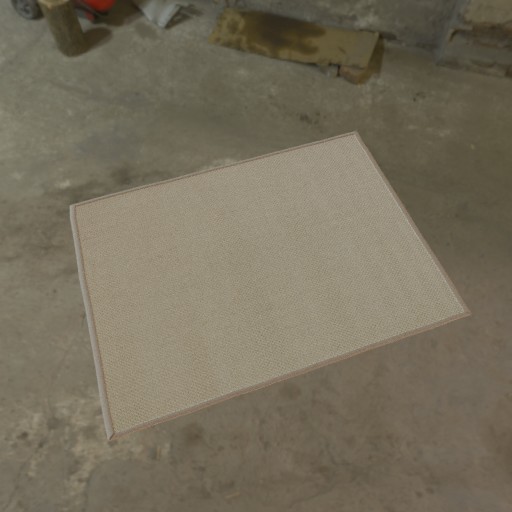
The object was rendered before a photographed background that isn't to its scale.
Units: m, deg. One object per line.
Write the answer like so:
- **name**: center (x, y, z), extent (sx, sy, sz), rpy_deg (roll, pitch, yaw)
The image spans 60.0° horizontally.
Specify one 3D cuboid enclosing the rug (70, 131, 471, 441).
- **rug**: center (0.000, 0.000, 2.706), extent (2.081, 0.020, 1.525), rpy_deg (-17, 61, -9)
